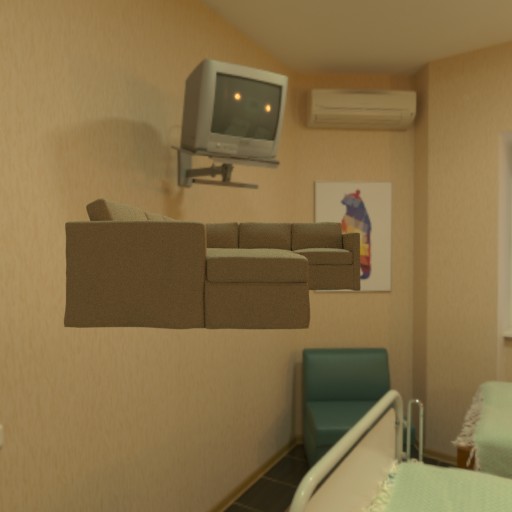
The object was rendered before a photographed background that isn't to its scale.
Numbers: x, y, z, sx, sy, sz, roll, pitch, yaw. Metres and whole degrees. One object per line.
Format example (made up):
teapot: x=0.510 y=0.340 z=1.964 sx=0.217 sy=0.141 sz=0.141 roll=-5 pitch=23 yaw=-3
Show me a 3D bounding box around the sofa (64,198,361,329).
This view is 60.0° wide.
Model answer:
sofa: x=0.000 y=0.000 z=4.604 sx=2.476 sy=0.878 sz=3.528 roll=0 pitch=1 yaw=2
